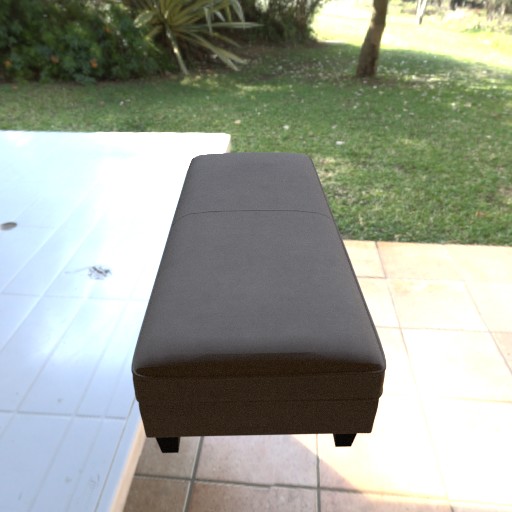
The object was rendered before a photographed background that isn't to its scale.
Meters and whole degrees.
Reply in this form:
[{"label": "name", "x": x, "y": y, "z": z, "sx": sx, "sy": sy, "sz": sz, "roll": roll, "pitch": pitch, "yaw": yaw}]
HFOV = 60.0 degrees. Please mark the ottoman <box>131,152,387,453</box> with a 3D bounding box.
[{"label": "ottoman", "x": 0.000, "y": 0.000, "z": 1.981, "sx": 0.735, "sy": 0.460, "sz": 1.726, "roll": -1, "pitch": 32, "yaw": -1}]
